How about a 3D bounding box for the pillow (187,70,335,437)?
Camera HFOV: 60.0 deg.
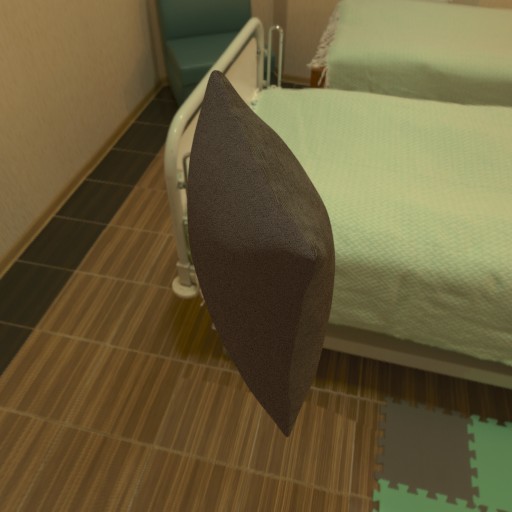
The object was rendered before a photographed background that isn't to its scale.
[{"bbox_3d":[0.000,0.000,0.721,0.204,0.439,0.452,-11,47,-11],"label":"pillow"}]
